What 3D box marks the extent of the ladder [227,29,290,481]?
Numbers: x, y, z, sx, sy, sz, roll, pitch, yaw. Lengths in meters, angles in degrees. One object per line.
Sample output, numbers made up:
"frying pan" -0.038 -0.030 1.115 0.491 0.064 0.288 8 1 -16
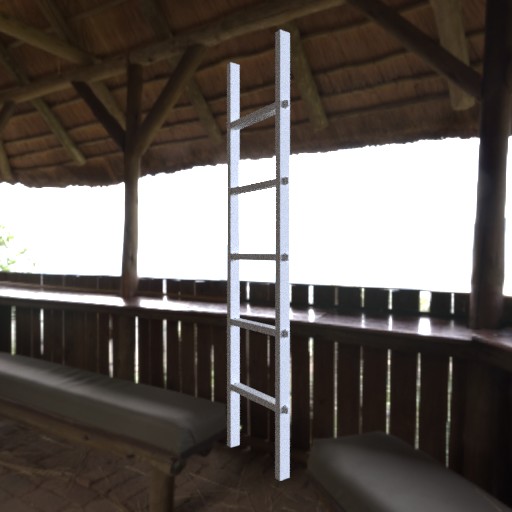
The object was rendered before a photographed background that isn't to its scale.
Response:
"ladder" 0.000 0.000 1.942 0.051 1.797 0.452 0 1 -35
